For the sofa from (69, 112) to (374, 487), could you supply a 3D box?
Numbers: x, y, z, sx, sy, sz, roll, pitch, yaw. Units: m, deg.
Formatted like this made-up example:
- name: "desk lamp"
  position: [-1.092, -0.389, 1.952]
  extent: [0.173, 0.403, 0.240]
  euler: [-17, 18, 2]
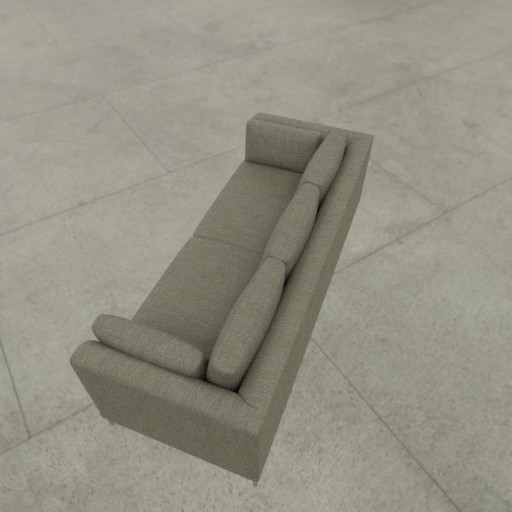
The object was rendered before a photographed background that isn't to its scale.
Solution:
- name: "sofa"
  position: [0.000, 0.000, 2.920]
  extent: [0.969, 0.867, 2.415]
  euler: [16, 49, 14]
